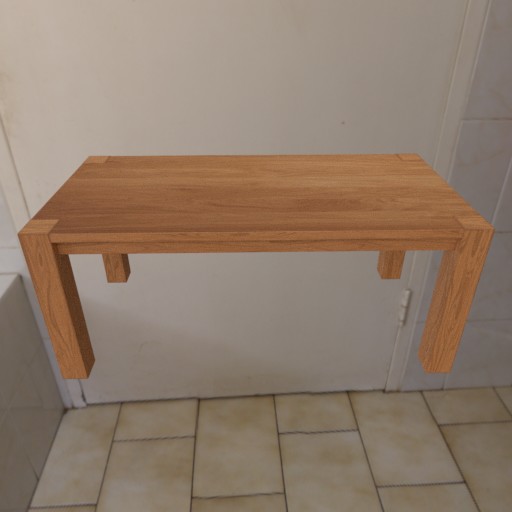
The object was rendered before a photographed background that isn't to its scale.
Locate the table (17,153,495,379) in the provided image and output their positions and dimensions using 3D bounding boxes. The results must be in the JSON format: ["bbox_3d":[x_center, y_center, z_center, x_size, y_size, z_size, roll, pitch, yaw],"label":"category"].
[{"bbox_3d":[0.000,0.000,2.247,1.800,0.760,0.900,-1,31,-1],"label":"table"}]
